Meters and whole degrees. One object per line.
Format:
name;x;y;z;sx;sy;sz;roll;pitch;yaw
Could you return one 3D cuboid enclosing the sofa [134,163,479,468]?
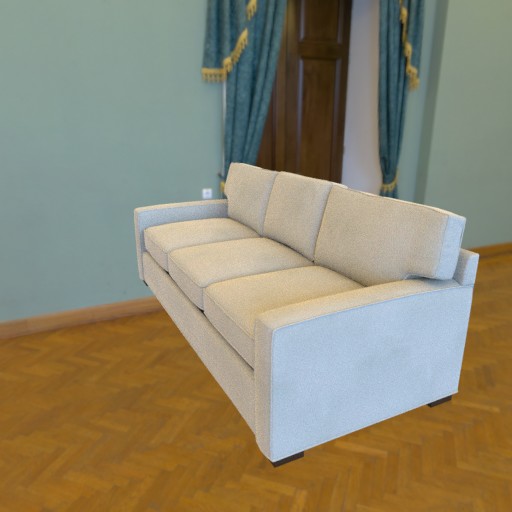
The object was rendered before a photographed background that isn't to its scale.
sofa;0.000;0.000;2.497;0.935;0.862;2.088;-9;20;-25
